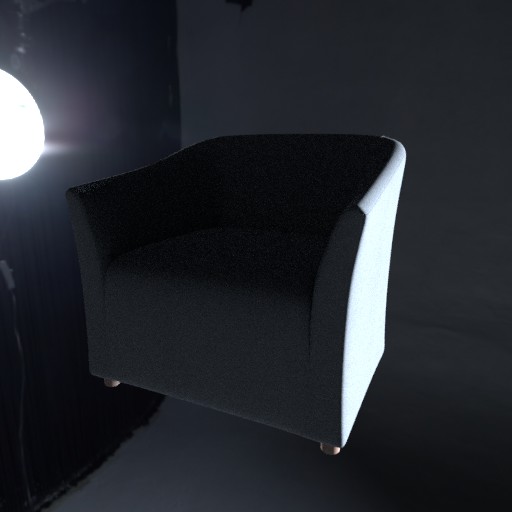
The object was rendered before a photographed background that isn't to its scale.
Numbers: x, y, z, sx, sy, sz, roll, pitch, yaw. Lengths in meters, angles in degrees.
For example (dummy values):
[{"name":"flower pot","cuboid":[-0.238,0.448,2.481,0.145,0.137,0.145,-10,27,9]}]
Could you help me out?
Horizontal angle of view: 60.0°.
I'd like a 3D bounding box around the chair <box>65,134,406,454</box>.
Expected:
[{"name":"chair","cuboid":[0.000,0.000,1.340,0.790,0.720,0.700,7,16,25]}]
